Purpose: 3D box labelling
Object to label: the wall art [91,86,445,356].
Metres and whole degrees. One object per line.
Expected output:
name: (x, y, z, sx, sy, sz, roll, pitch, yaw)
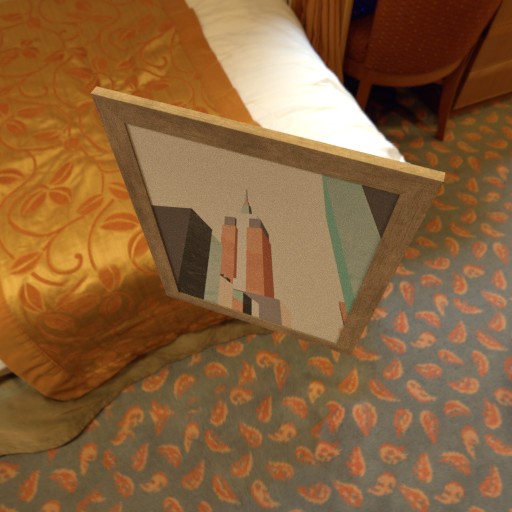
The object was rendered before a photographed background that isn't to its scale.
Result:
wall art: (0.000, 0.000, 0.929, 0.534, 0.686, 0.018, 17, 60, 10)
